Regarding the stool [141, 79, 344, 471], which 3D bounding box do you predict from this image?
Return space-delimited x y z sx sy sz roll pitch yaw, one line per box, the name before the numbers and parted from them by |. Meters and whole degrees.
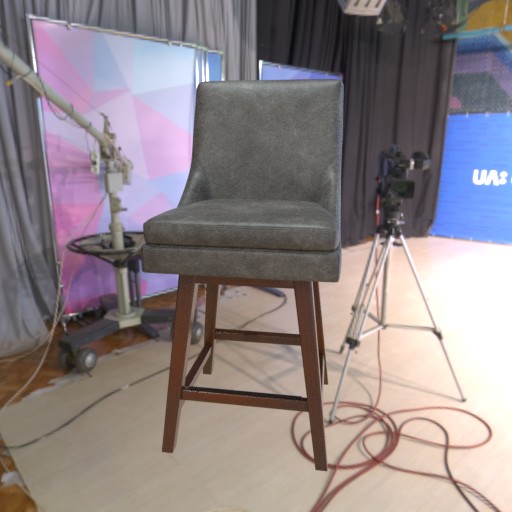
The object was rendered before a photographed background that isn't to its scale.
stool | 0.000 0.000 1.338 0.492 1.046 0.587 3 16 9
